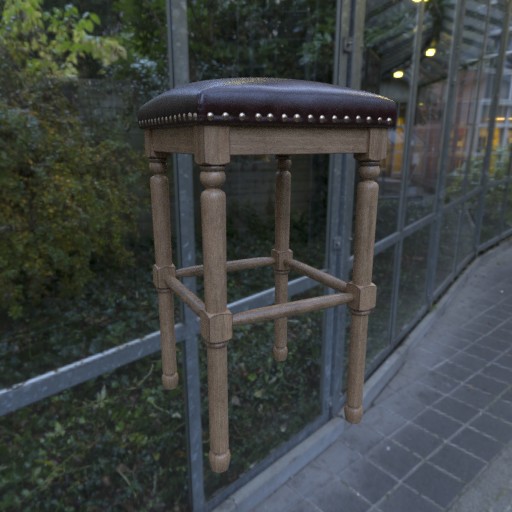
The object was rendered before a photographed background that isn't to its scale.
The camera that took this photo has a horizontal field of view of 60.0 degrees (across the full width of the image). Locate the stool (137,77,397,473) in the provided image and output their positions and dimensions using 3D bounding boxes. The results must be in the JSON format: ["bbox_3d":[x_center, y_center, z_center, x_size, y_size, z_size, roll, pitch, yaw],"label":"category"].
[{"bbox_3d":[0.000,0.000,0.944,0.382,0.702,0.383,-7,16,-26],"label":"stool"}]
